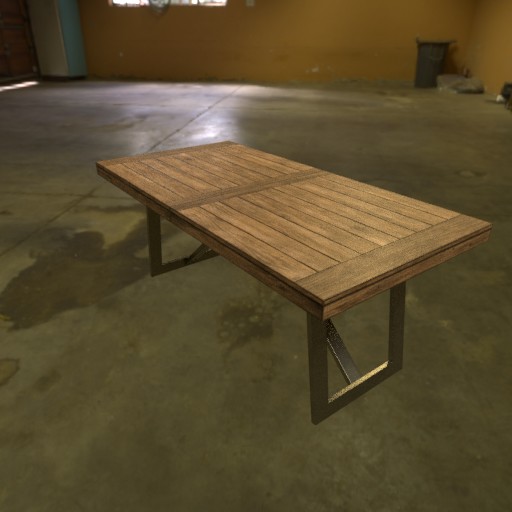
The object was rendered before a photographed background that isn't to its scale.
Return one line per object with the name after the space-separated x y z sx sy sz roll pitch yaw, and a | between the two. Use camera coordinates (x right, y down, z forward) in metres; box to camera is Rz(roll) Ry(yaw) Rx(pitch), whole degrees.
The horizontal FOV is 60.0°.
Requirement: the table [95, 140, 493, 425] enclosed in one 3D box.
0.000 0.000 2.332 0.931 0.757 1.867 -19 32 -32 | table
